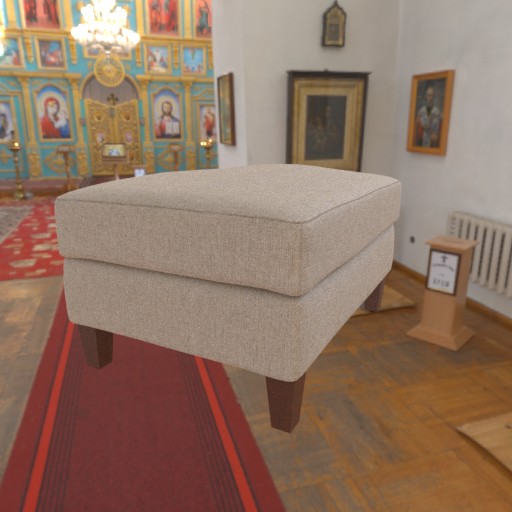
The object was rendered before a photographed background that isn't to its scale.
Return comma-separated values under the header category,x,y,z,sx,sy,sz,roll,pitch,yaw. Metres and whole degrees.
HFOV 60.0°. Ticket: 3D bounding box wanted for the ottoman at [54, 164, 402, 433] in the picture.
category,x,y,z,sx,sy,sz,roll,pitch,yaw
ottoman,0.000,0.000,1.327,0.677,0.519,0.898,8,17,27
